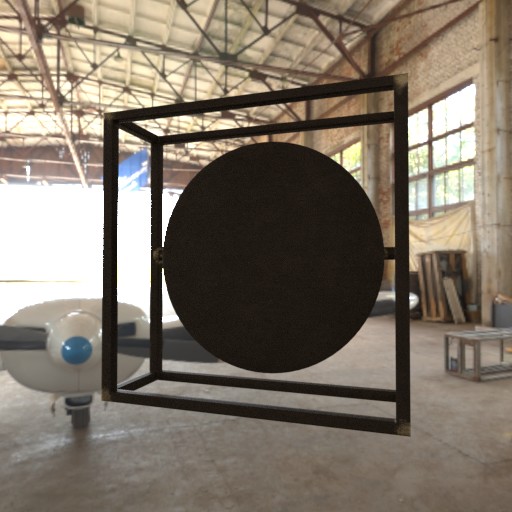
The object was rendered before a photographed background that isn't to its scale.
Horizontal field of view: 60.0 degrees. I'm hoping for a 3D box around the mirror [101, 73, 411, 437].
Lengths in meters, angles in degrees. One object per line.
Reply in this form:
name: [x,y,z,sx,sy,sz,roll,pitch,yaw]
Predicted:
mirror: [0.000,0.000,0.469,0.306,0.303,0.107,0,-1,19]
